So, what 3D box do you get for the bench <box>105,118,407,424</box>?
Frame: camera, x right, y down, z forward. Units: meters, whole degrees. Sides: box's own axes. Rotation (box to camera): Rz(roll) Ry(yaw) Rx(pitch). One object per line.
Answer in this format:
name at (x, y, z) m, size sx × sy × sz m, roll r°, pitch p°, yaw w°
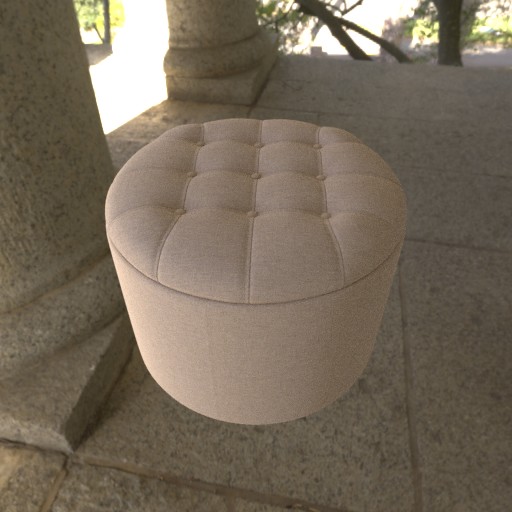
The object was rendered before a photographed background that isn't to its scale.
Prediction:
bench at (0.000, 0.000, 1.007) m, size 0.600 × 0.454 × 0.600 m, roll 0°, pitch 41°, yaw 0°
